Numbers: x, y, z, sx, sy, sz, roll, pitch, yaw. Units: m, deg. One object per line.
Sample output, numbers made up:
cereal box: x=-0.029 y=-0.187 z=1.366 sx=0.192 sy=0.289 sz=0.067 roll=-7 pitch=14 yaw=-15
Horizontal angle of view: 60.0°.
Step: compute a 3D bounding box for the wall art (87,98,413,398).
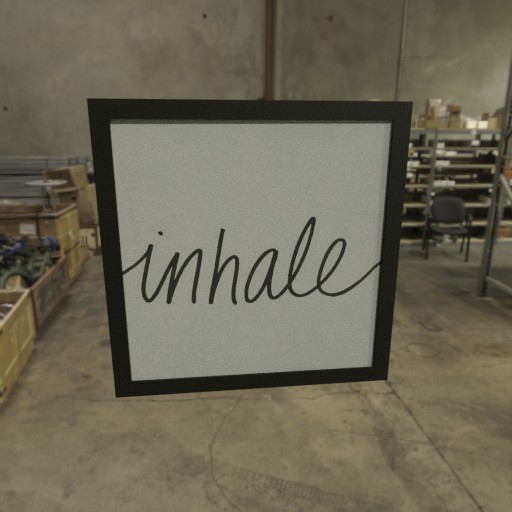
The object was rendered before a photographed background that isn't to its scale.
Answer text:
wall art: x=0.000 y=0.000 z=0.535 sx=0.356 sy=0.356 sz=0.013 roll=-2 pitch=16 yaw=-7
